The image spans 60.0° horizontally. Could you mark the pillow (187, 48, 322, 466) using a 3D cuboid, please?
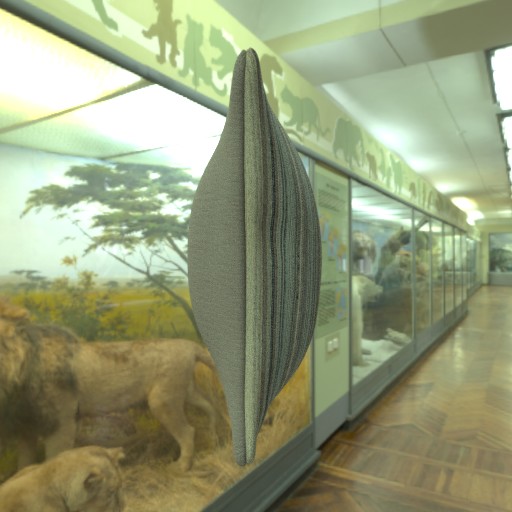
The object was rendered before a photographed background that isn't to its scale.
[{"bbox_3d":[0.000,0.000,0.650,0.189,0.416,0.435,0,0,0],"label":"pillow"}]
